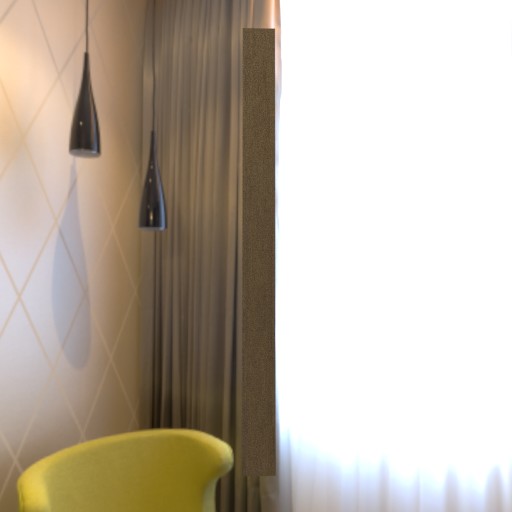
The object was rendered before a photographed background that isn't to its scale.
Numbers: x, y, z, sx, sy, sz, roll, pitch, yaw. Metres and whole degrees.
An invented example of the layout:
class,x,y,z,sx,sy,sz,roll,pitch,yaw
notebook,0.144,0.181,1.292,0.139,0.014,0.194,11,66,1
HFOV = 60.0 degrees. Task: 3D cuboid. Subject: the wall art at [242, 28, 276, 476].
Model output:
class,x,y,z,sx,sy,sz,roll,pitch,yaw
wall art,0.000,0.000,0.755,0.037,0.507,0.507,0,-2,-1
